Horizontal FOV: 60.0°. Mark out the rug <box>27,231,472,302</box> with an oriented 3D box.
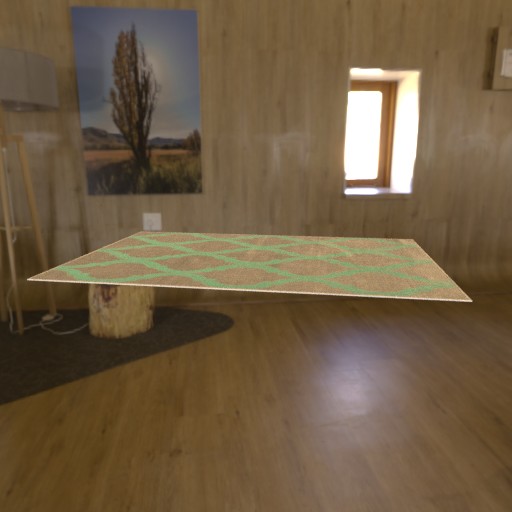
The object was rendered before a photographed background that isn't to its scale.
[{"bbox_3d":[0.000,0.000,2.974,2.286,0.006,1.524,2,13,9],"label":"rug"}]
